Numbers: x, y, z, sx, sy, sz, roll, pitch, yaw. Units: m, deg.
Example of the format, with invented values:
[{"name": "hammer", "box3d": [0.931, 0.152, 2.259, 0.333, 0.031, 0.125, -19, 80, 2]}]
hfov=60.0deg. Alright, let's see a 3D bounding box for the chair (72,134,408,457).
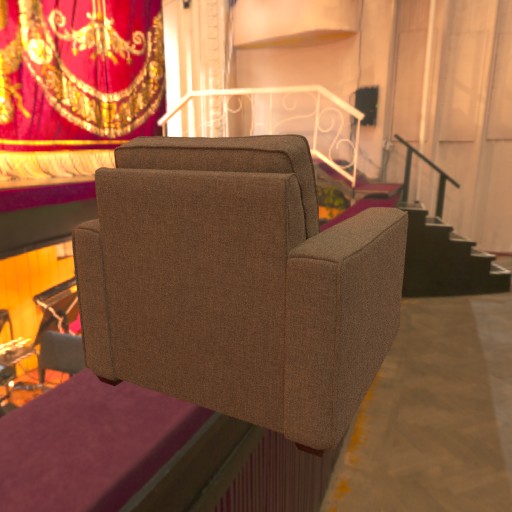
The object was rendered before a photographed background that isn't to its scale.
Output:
[{"name": "chair", "box3d": [0.000, 0.000, 1.746, 1.016, 0.914, 0.940, 8, 16, 27]}]
